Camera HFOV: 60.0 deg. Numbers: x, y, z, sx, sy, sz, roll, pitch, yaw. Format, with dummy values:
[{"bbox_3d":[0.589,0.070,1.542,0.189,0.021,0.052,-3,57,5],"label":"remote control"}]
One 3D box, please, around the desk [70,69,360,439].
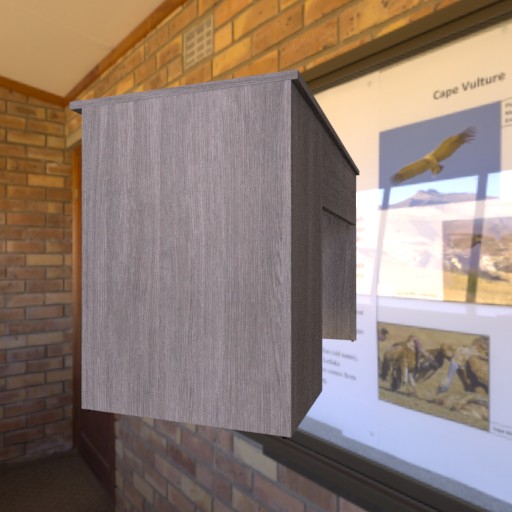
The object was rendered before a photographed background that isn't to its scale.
[{"bbox_3d":[0.000,0.000,1.485,0.560,0.735,1.097,0,0,19],"label":"desk"}]
